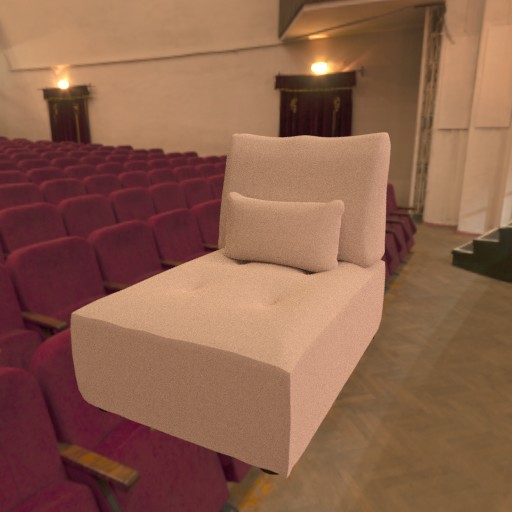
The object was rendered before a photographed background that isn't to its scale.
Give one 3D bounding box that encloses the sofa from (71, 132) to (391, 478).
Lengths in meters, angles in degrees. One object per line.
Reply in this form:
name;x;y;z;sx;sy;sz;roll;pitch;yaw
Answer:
sofa;0.000;0.000;1.519;0.700;0.820;1.000;8;17;26
